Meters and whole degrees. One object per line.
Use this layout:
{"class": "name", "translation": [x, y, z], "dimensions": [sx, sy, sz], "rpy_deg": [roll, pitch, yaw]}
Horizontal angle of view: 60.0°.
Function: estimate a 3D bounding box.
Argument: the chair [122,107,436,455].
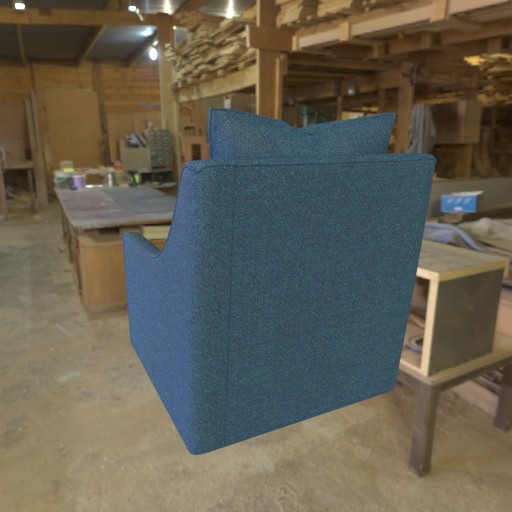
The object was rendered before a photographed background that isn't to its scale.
{"class": "chair", "translation": [0.000, 0.000, 1.551], "dimensions": [0.750, 0.939, 0.870], "rpy_deg": [-8, 17, -26]}
